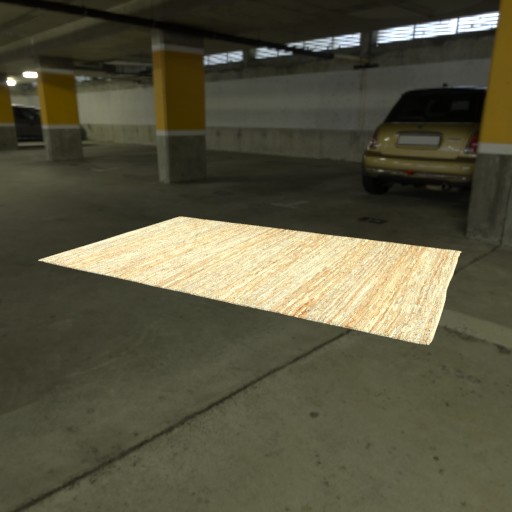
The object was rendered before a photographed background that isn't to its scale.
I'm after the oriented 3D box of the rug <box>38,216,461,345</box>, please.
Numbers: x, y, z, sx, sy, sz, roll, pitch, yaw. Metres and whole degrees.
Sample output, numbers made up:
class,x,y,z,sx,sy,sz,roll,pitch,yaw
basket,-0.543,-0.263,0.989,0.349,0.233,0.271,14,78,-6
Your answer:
class,x,y,z,sx,sy,sz,roll,pitch,yaw
rug,0.000,0.000,3.007,2.446,0.009,1.529,9,19,27
